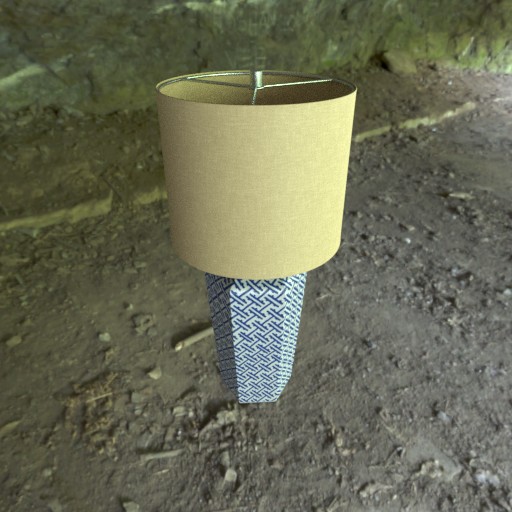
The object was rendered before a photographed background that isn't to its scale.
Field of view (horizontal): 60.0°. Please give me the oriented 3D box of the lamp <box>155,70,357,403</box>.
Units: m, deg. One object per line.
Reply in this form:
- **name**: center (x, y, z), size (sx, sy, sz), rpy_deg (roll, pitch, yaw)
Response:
- **lamp**: center (0.000, 0.000, 0.877), size (0.320, 0.682, 0.320), rpy_deg (1, 30, 2)
